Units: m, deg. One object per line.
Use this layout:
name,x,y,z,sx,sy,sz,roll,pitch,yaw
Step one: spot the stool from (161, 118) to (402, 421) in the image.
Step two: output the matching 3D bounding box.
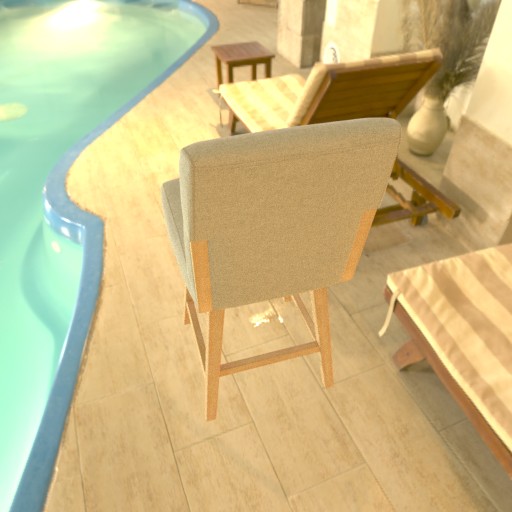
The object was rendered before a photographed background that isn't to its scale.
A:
stool,0.000,0.000,1.398,0.507,1.085,0.606,-11,42,-13
